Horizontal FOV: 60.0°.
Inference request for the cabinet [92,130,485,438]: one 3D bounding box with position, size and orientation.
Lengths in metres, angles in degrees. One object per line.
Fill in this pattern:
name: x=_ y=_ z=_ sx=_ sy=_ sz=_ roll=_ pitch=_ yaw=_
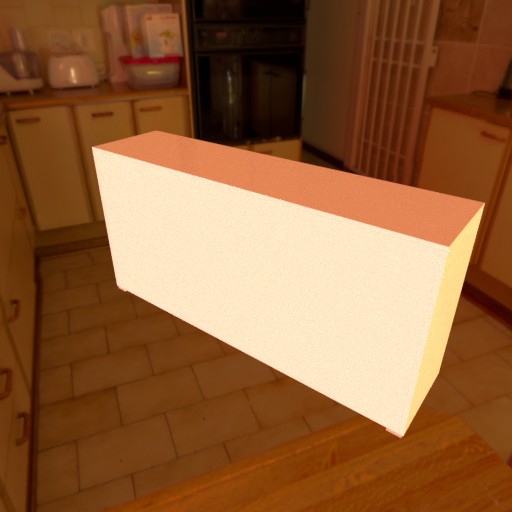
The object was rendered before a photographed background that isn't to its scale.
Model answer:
cabinet: x=0.000 y=0.000 z=1.998 sx=1.650 sy=0.800 sz=0.400 roll=21 pitch=35 yaw=32
